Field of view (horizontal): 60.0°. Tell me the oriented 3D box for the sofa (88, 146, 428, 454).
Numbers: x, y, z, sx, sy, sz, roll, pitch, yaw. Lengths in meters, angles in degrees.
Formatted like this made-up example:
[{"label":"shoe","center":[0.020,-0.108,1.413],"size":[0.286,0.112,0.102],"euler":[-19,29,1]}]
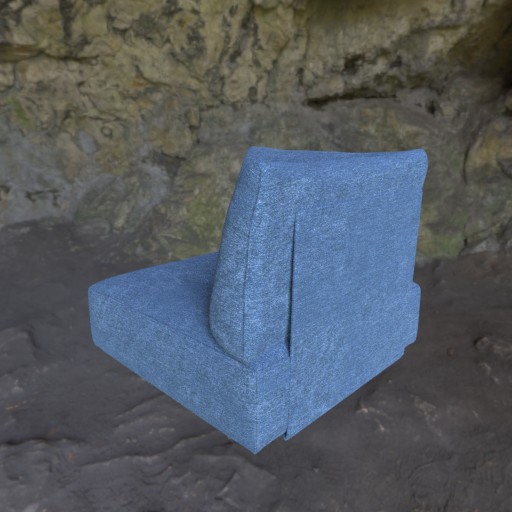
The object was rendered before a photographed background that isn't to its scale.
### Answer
[{"label":"sofa","center":[0.000,0.000,1.747],"size":[1.000,0.820,1.000],"euler":[14,21,42]}]
